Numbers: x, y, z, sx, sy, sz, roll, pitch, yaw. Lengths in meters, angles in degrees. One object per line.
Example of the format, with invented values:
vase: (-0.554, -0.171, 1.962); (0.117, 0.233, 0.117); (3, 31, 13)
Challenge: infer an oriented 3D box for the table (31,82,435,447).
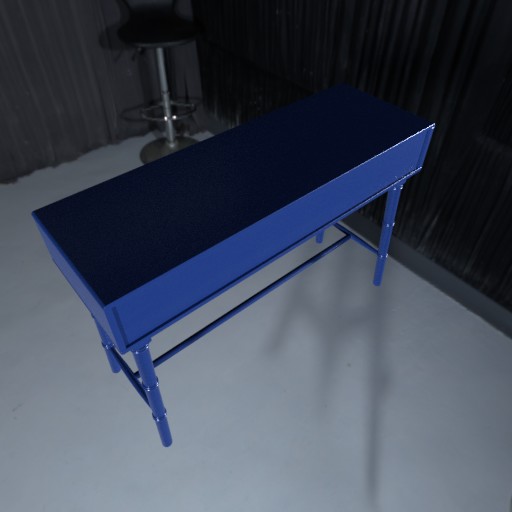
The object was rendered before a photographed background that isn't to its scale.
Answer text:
table: (0.000, 0.000, 1.489); (1.118, 0.749, 0.399); (-31, 53, -27)
